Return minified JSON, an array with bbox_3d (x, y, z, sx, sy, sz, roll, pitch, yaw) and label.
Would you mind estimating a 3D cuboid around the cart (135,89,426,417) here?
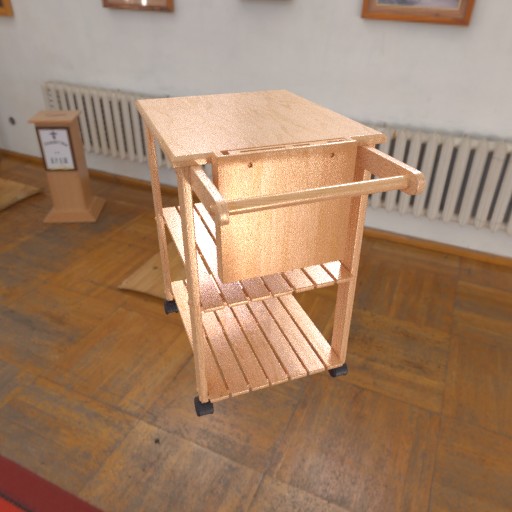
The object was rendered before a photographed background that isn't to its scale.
[{"bbox_3d":[0.000,0.000,1.358,0.520,0.816,0.843,-11,32,-17],"label":"cart"}]
